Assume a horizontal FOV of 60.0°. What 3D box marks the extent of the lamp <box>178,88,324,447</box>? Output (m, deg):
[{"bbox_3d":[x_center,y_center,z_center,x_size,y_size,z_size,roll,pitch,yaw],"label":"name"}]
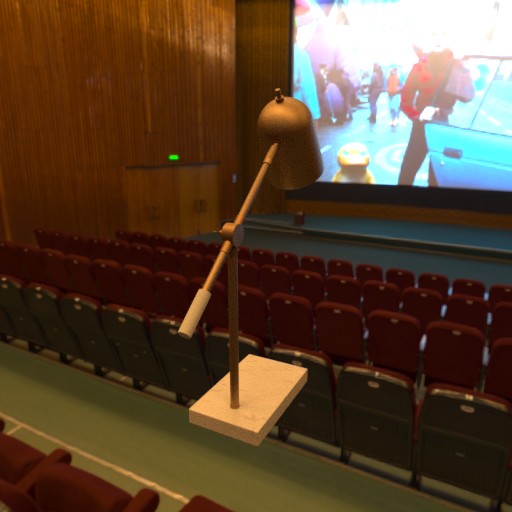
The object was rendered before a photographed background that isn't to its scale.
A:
[{"bbox_3d":[0.000,0.000,0.830,0.144,0.603,0.471,8,18,26],"label":"lamp"}]
